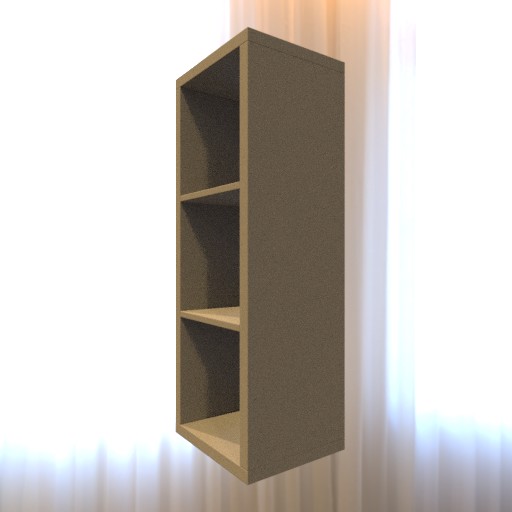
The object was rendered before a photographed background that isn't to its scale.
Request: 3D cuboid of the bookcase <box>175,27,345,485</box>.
[{"bbox_3d":[0.000,0.000,1.298,0.330,1.080,0.390,0,0,-36],"label":"bookcase"}]
